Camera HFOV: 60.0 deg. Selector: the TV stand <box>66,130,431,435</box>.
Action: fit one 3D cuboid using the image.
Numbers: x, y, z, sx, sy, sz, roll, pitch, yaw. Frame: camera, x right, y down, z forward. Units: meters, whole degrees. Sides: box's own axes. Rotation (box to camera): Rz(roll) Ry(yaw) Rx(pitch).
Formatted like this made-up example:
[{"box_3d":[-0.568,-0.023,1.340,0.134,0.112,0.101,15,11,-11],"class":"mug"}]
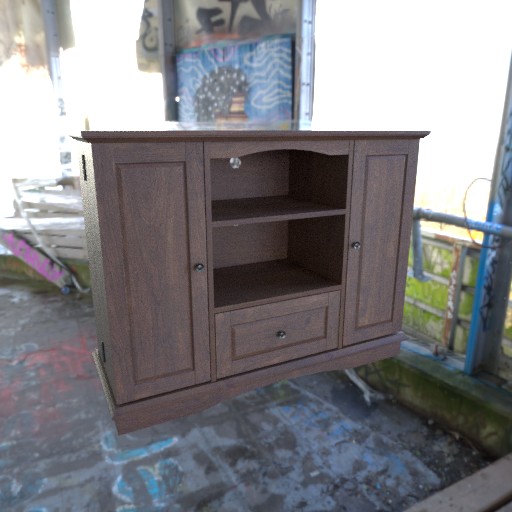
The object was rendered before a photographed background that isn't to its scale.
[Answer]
[{"box_3d":[0.000,0.000,1.491,1.067,0.813,0.406,-8,18,-26],"class":"TV stand"}]
